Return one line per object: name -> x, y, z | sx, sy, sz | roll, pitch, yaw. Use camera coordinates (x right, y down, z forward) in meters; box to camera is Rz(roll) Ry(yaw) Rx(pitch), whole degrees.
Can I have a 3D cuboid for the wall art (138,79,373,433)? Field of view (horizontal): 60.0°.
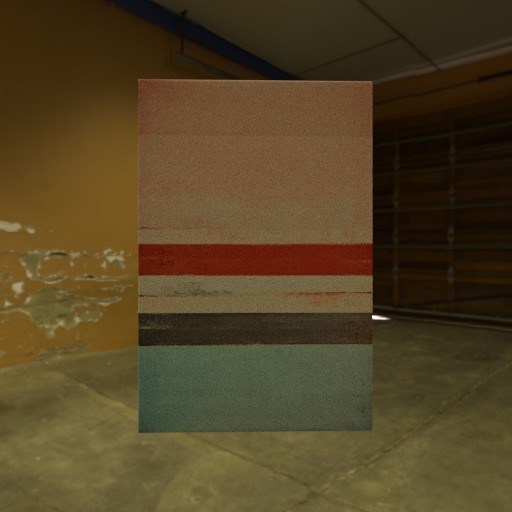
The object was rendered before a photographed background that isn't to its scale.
wall art -> 0.000, 0.000, 1.172 | 0.610, 0.914, 0.038 | 0, 0, -1
